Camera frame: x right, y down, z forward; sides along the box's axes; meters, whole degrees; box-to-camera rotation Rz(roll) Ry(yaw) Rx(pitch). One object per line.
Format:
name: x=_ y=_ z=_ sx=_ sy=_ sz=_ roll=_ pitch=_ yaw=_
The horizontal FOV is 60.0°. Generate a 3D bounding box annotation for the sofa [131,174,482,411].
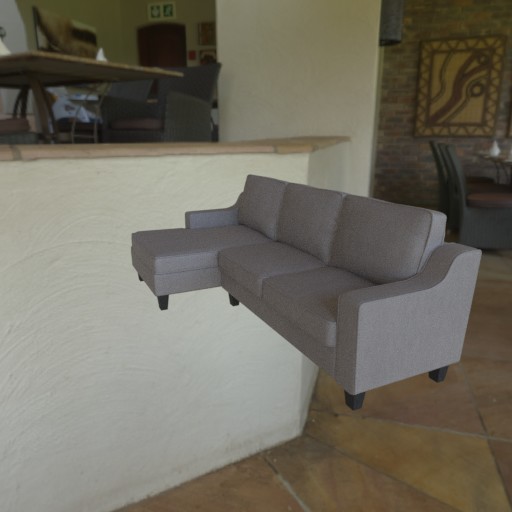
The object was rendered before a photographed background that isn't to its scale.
sofa: x=0.000 y=0.000 z=3.131 sx=1.294 sy=0.928 sz=2.561 roll=-8 pitch=18 yaw=-25
